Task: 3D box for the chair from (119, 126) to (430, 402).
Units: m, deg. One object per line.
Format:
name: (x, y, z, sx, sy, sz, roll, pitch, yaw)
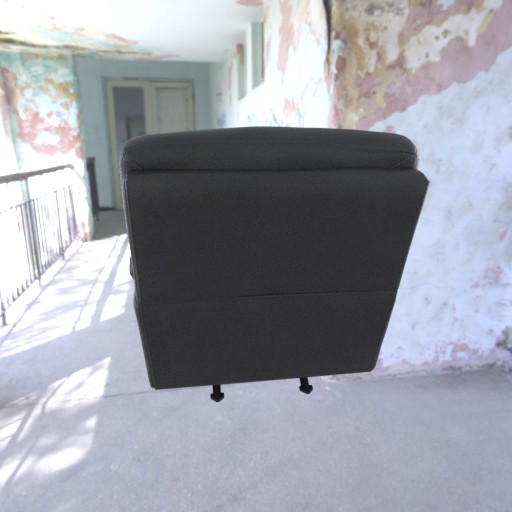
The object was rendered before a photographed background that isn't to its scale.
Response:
chair: (0.000, 0.000, 2.013, 1.096, 1.109, 1.087, -2, 15, -9)
